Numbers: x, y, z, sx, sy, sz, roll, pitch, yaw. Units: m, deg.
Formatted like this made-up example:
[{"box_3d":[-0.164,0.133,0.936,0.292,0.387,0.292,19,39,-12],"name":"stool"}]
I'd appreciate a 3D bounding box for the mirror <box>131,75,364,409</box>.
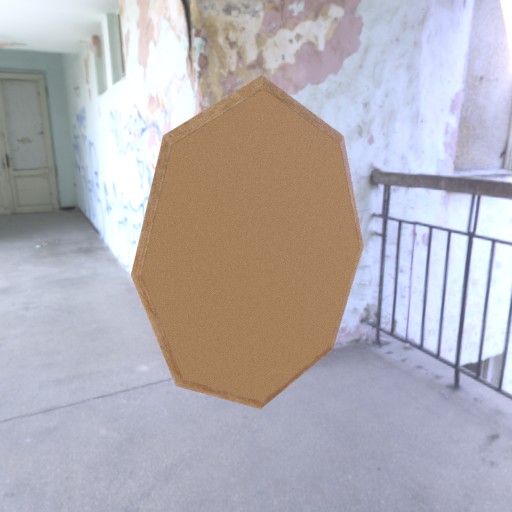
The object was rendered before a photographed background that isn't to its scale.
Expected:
[{"box_3d":[0.000,0.000,1.025,0.577,0.774,0.070,-7,17,-24],"name":"mirror"}]
